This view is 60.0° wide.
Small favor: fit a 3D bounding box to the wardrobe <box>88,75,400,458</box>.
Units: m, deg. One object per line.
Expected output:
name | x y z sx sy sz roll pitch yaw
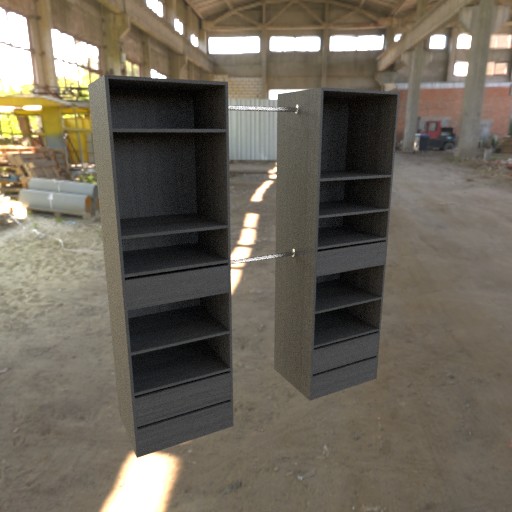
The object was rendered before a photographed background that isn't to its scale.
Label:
wardrobe | 0.000 0.000 2.821 1.770 2.000 0.480 -8 17 -27
